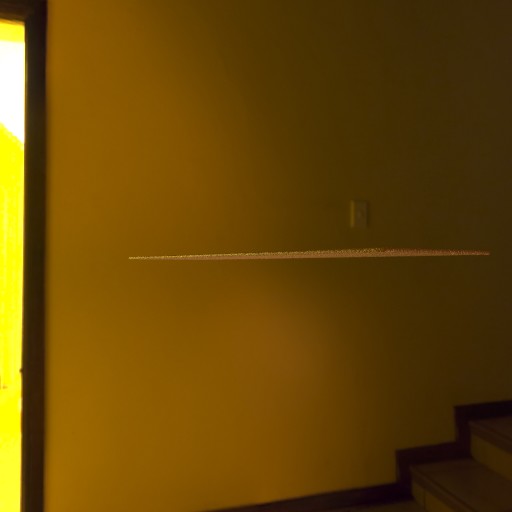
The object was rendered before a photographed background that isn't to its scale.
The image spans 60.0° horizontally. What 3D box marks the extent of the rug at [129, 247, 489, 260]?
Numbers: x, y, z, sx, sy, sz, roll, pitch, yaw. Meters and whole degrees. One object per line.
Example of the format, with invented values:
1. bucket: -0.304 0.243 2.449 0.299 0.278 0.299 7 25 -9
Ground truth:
1. rug: 0.000 0.000 2.510 0.659 0.019 2.297 1 -1 -36
